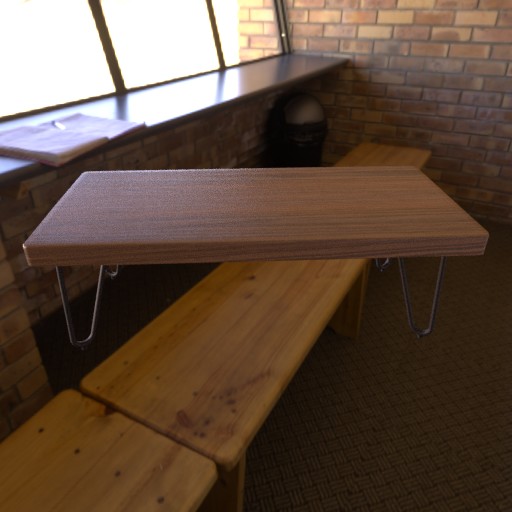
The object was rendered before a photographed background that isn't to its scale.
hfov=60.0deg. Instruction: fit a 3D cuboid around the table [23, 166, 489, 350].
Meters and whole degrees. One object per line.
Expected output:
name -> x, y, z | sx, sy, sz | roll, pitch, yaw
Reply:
table -> 0.000, 0.000, 1.677 | 1.375, 0.468, 0.637 | -1, 30, -3
